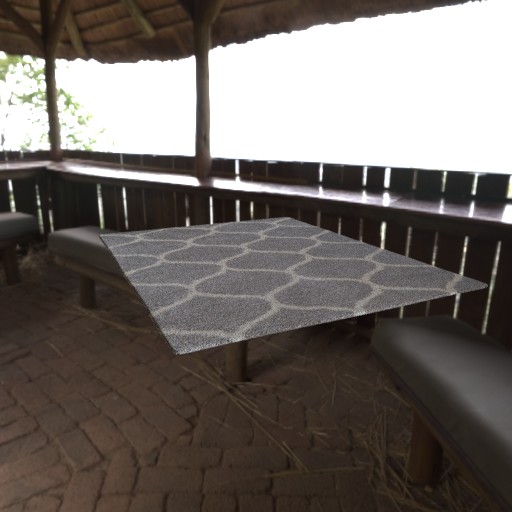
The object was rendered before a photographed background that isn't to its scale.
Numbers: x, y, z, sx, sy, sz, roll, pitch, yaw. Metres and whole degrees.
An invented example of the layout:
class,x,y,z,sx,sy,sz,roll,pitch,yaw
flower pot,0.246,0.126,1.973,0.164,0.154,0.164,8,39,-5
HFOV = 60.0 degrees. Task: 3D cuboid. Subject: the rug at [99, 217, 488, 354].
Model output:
class,x,y,z,sx,sy,sz,roll,pitch,yaw
rug,0.000,0.000,4.075,2.399,0.026,3.000,-8,17,-25
